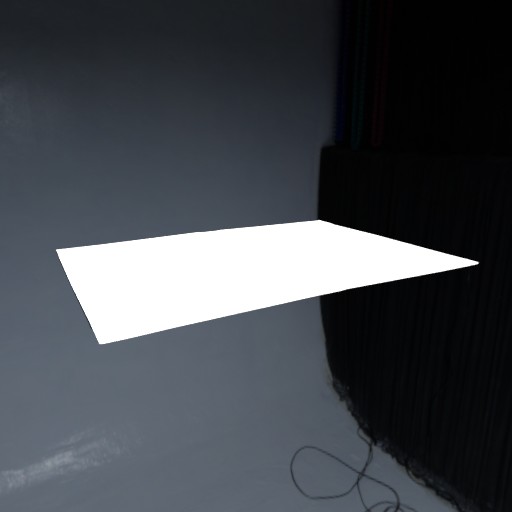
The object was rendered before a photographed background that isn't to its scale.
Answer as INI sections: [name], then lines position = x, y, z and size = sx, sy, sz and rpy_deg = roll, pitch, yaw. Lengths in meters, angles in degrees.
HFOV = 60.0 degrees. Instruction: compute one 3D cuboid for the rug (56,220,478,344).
[rug]
position = 0.000, 0.000, 3.659
size = 2.869, 0.038, 2.032
rpy_deg = -8, 17, -28
